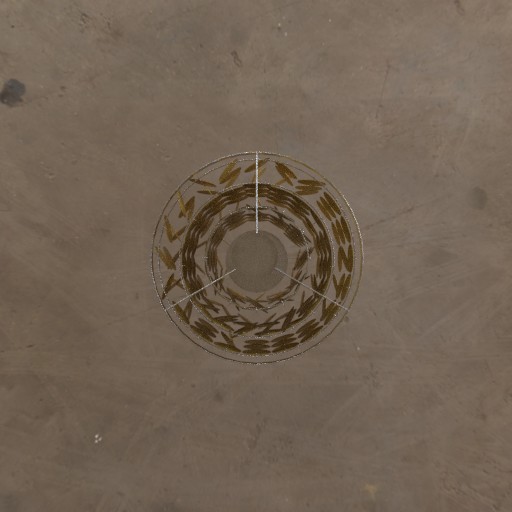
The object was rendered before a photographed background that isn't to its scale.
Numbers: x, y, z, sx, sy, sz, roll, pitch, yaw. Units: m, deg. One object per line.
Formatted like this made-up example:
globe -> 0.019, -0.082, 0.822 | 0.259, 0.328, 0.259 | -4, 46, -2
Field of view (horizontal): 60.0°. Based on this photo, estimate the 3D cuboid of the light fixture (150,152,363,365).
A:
light fixture -> 0.000, 0.000, 0.755 | 0.368, 0.492, 0.368 | 0, 89, 1
